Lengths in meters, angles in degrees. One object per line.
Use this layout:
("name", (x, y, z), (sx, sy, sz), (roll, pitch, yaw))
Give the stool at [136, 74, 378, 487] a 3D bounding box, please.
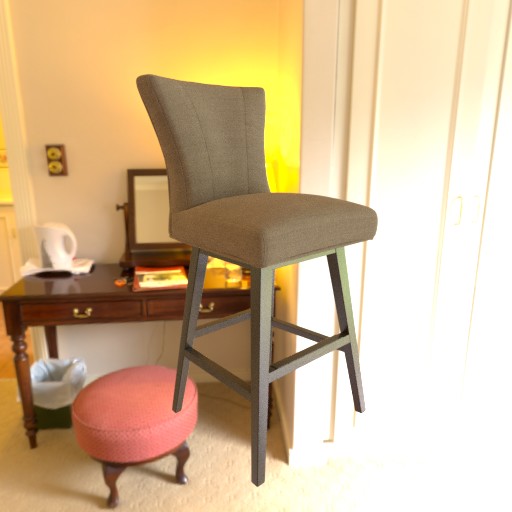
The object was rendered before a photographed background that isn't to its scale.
("stool", (0.000, 0.000, 1.415), (0.514, 1.086, 0.574), (-13, 19, -42))
